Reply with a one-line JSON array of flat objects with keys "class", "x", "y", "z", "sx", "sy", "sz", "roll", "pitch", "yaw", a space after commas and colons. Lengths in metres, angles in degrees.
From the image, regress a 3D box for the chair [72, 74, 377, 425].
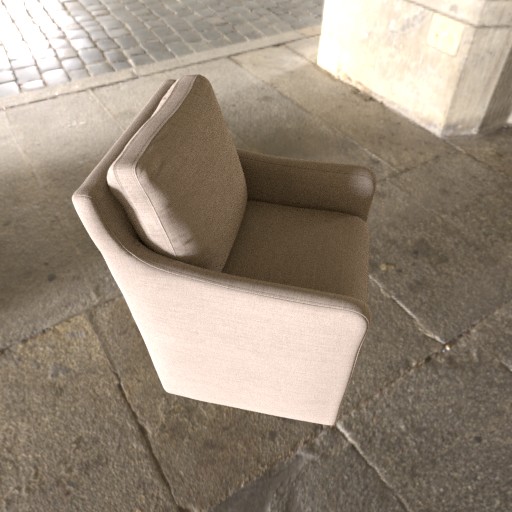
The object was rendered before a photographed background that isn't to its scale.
[{"class": "chair", "x": 0.000, "y": 0.000, "z": 1.374, "sx": 0.694, "sy": 0.914, "sz": 0.626, "roll": 9, "pitch": 47, "yaw": 8}]
